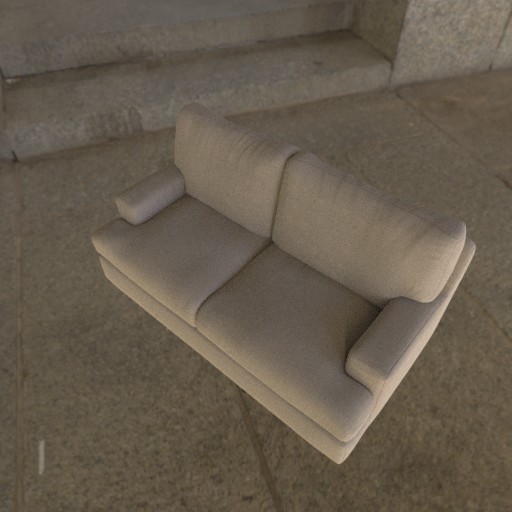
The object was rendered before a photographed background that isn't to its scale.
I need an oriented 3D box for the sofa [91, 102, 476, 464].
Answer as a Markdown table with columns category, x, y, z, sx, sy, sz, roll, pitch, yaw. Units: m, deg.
| category | x | y | z | sx | sy | sz | roll | pitch | yaw |
| --- | --- | --- | --- | --- | --- | --- | --- | --- | --- |
| sofa | 0.000 | 0.000 | 2.392 | 1.855 | 0.980 | 0.962 | 32 | 54 | 26 |
